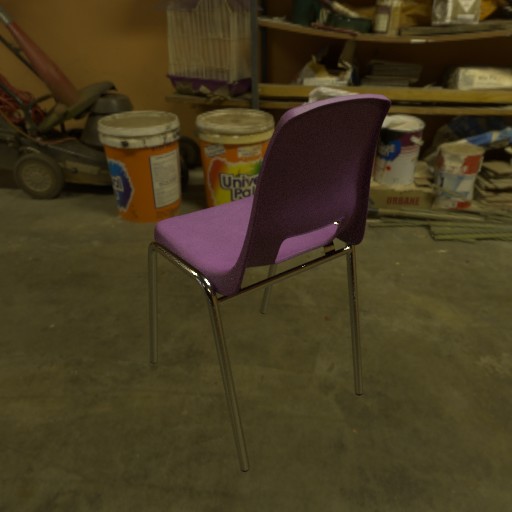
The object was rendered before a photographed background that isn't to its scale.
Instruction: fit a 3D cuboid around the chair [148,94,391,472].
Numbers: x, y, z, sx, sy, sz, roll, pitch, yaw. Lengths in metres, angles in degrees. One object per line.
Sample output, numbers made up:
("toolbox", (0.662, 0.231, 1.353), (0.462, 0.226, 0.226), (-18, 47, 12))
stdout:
("chair", (0.000, 0.000, 0.941), (0.381, 0.704, 0.432), (-20, 35, -31))
